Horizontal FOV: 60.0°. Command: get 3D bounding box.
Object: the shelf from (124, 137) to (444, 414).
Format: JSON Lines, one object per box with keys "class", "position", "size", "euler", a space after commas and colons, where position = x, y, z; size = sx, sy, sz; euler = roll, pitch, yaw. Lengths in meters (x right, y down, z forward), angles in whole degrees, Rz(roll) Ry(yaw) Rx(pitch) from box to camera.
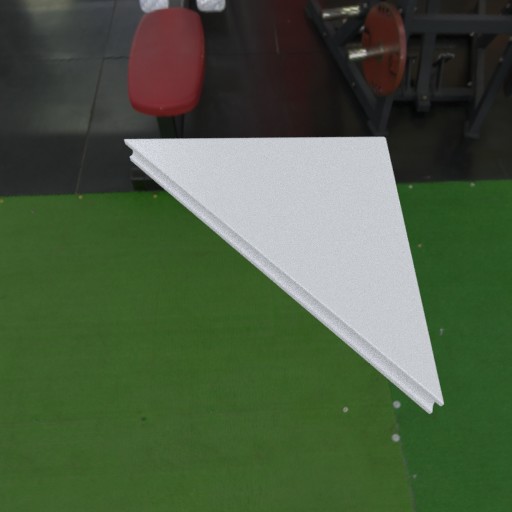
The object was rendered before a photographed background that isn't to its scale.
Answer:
{"class": "shelf", "position": [0.000, 0.000, 0.437], "size": [0.296, 0.035, 0.296], "euler": [0, 58, 0]}
